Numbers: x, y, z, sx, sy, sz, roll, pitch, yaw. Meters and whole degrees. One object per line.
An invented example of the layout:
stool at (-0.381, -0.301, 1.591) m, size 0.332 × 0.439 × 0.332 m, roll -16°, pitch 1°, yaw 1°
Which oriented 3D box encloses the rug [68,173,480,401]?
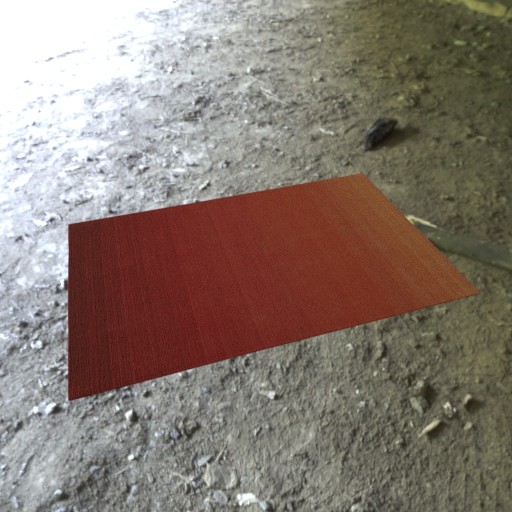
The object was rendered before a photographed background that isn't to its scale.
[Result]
rug at (0.000, 0.000, 3.021) m, size 2.442 × 0.010 × 1.531 m, roll -12°, pitch 42°, yaw -13°
